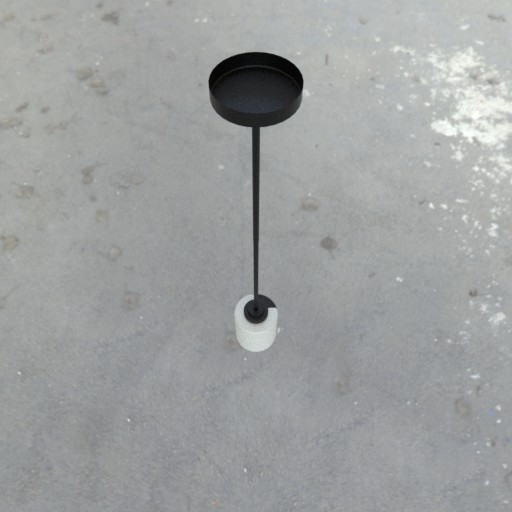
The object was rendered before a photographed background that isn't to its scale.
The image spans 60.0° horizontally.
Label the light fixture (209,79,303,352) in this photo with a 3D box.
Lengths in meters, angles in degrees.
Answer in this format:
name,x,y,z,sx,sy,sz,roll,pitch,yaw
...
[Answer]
name,x,y,z,sx,sy,sz,roll,pitch,yaw
light fixture,0.000,0.000,0.940,0.123,0.863,0.123,0,58,0
